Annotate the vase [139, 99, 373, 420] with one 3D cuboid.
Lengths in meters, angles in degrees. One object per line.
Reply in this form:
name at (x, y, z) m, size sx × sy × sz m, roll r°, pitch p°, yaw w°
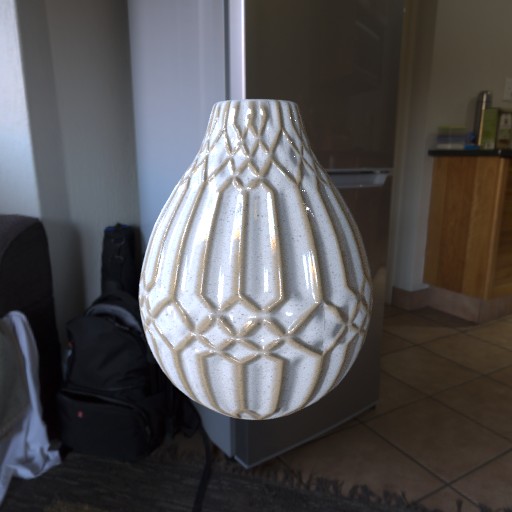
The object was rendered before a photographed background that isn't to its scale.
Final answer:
vase at (0.000, 0.000, 0.306) m, size 0.159 × 0.200 × 0.159 m, roll 0°, pitch 14°, yaw 0°
